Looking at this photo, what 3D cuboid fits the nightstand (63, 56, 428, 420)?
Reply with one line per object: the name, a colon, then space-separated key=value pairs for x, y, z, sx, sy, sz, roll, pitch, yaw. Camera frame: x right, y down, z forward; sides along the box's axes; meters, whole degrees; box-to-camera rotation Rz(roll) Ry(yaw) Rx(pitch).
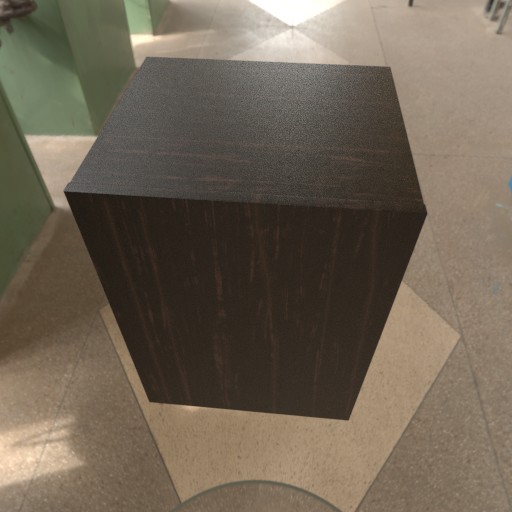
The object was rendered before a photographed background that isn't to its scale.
nightstand: x=0.000 y=0.000 z=0.808 sx=0.400 sy=0.559 sz=0.356 roll=4 pitch=48 yaw=4
